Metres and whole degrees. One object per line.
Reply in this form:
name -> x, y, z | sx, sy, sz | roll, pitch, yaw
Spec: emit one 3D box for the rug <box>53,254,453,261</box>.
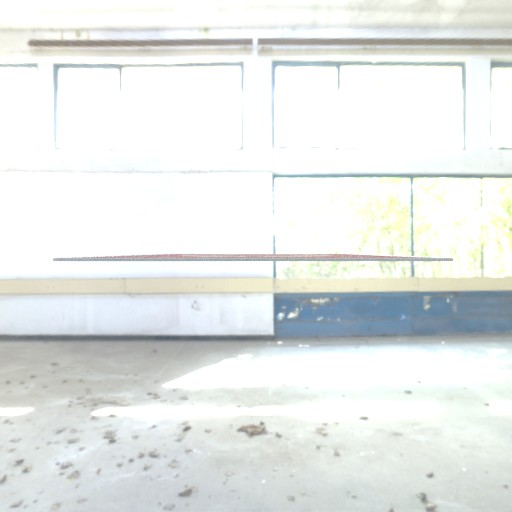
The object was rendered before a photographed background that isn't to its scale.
rug -> 0.000, 0.000, 2.209 | 1.217, 0.011, 1.747 | 0, 1, 1
